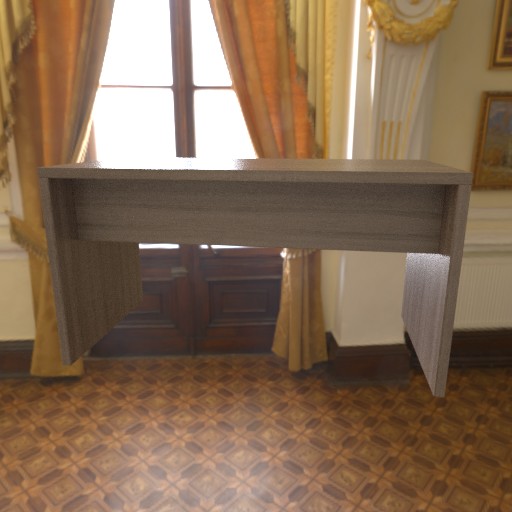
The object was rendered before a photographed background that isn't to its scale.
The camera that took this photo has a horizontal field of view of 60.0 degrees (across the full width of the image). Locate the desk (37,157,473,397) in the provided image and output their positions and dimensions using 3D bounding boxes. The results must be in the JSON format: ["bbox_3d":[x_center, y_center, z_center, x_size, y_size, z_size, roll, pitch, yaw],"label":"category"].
[{"bbox_3d":[0.000,0.000,1.812,1.380,0.745,0.690,2,16,9],"label":"desk"}]
